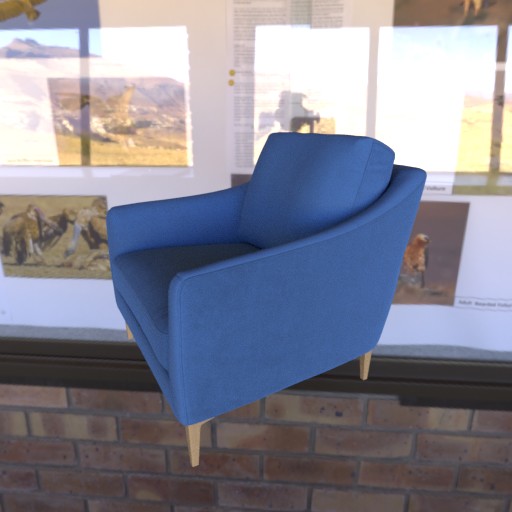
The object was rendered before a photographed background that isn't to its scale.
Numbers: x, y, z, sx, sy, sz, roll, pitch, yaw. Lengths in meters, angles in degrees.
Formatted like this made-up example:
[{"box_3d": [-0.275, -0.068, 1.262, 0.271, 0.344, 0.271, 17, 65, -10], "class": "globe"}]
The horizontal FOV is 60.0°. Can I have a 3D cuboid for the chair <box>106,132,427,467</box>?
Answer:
[{"box_3d": [0.000, 0.000, 1.694, 0.961, 0.899, 0.987, -9, 19, -26], "class": "chair"}]
